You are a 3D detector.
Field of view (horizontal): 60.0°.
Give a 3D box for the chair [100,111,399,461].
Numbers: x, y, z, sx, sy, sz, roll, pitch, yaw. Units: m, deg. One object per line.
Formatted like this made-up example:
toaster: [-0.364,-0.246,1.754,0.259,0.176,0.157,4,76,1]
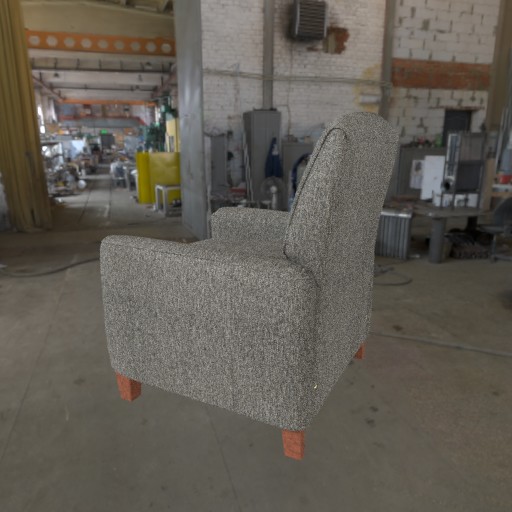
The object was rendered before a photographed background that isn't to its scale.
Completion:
chair: [0.000,0.000,1.672,0.864,1.014,0.848,8,17,27]
